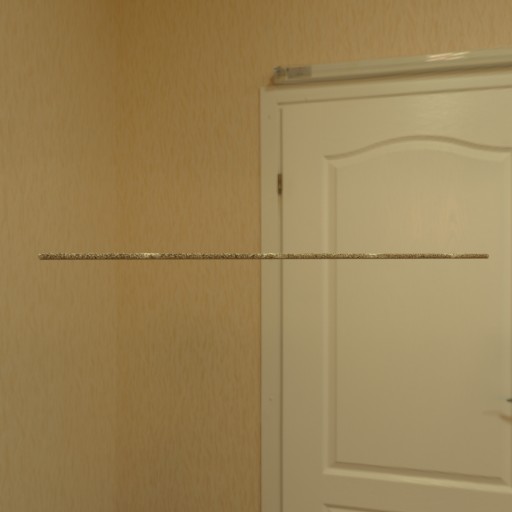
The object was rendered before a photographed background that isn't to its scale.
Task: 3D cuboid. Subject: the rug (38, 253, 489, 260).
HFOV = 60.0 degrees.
[{"bbox_3d":[0.000,0.000,2.999,2.438,0.030,1.524,0,0,-17],"label":"rug"}]
